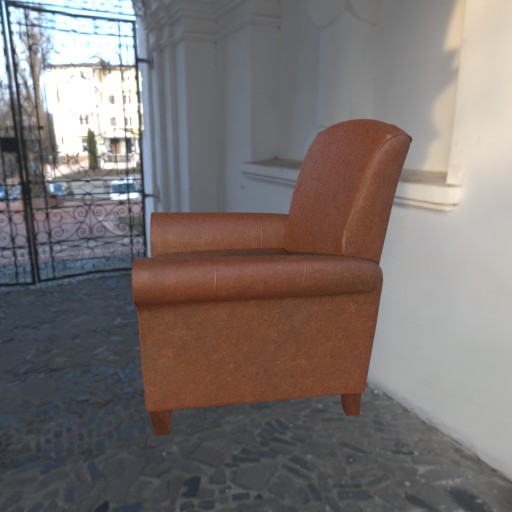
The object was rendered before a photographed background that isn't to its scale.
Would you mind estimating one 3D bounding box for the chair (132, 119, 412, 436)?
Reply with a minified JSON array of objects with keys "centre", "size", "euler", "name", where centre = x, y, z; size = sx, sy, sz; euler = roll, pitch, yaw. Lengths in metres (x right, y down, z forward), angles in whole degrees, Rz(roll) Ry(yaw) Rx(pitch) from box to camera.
[{"centre":[0.000,0.000,1.790],"size":[0.902,1.061,0.978],"euler":[-2,15,-9],"name":"chair"}]
